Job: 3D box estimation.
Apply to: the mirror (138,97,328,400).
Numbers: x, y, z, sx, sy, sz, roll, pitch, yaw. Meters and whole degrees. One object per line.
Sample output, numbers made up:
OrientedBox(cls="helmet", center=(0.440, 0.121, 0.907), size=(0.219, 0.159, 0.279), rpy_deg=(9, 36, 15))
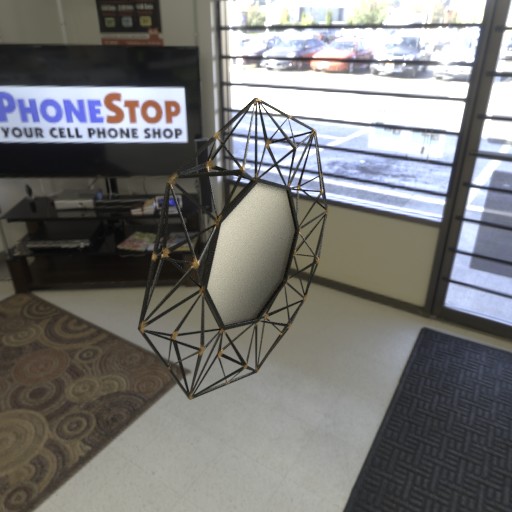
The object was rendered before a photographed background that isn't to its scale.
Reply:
OrientedBox(cls="mirror", center=(0.000, 0.000, 1.044), size=(0.094, 0.710, 0.710), rpy_deg=(18, 32, 32))
